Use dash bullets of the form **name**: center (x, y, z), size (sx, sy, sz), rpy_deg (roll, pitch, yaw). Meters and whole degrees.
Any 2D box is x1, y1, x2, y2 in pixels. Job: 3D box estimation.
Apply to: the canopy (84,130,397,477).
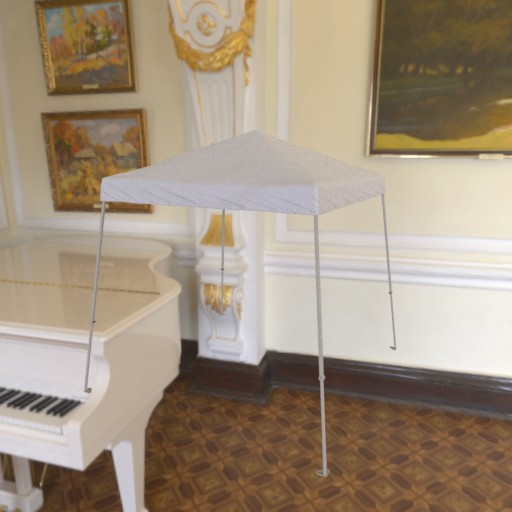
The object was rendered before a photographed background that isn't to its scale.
- **canopy**: center (0.000, 0.000, 6.575), size (3.600, 3.600, 3.599), rpy_deg (7, 14, 28)
